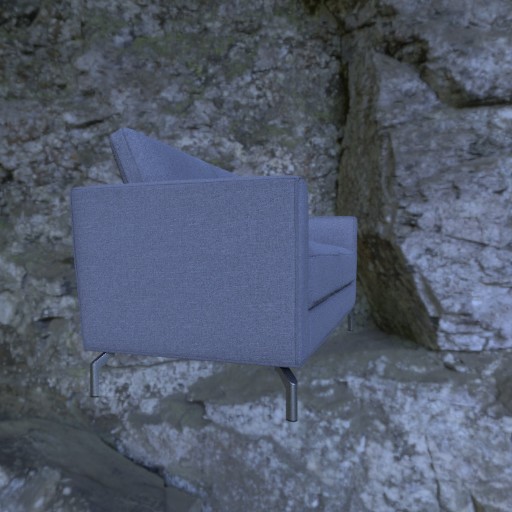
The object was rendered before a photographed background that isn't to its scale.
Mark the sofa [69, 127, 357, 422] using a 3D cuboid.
[{"bbox_3d":[0.000,0.000,2.095,0.803,0.924,1.594,0,1,18],"label":"sofa"}]
